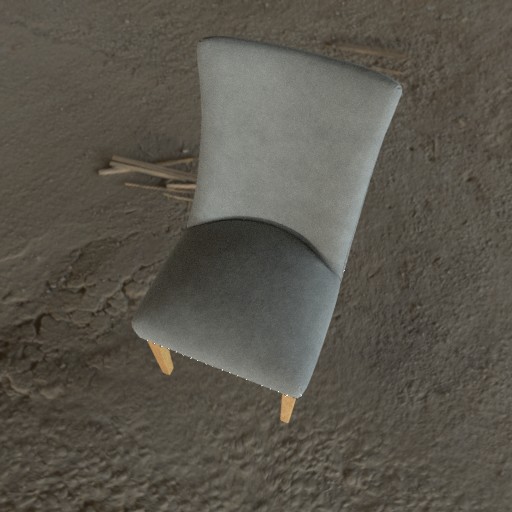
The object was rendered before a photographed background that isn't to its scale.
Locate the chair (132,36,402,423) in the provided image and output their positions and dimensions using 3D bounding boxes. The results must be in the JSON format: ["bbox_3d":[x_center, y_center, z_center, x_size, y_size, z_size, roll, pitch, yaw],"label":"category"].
[{"bbox_3d":[0.000,0.000,1.229,0.495,0.902,0.610,18,60,11],"label":"chair"}]
